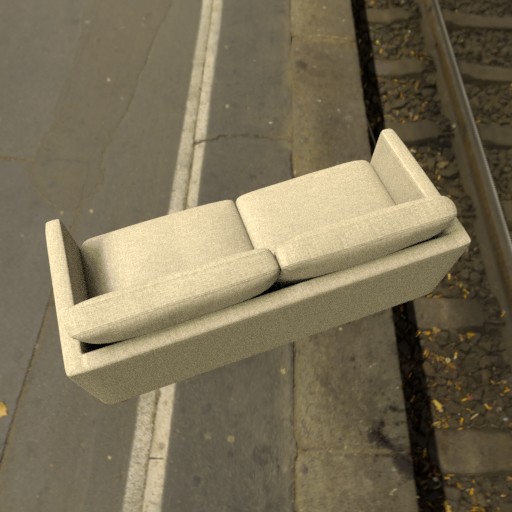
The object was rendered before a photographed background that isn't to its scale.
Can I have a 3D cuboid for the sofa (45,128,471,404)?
[{"bbox_3d":[0.000,0.000,2.676,2.208,0.960,0.956,-17,62,-10],"label":"sofa"}]
